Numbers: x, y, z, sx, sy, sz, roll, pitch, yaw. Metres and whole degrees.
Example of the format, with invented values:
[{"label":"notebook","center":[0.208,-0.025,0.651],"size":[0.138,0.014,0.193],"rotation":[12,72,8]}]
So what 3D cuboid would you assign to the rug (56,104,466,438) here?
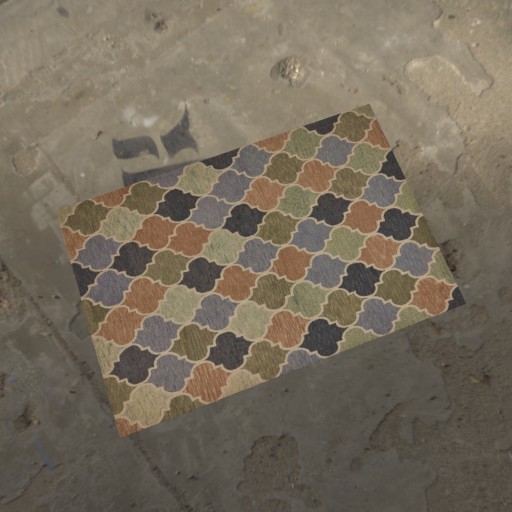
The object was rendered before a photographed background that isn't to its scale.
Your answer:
[{"label":"rug","center":[0.000,0.000,2.313],"size":[1.828,0.006,1.216],"rotation":[-20,77,-5]}]
